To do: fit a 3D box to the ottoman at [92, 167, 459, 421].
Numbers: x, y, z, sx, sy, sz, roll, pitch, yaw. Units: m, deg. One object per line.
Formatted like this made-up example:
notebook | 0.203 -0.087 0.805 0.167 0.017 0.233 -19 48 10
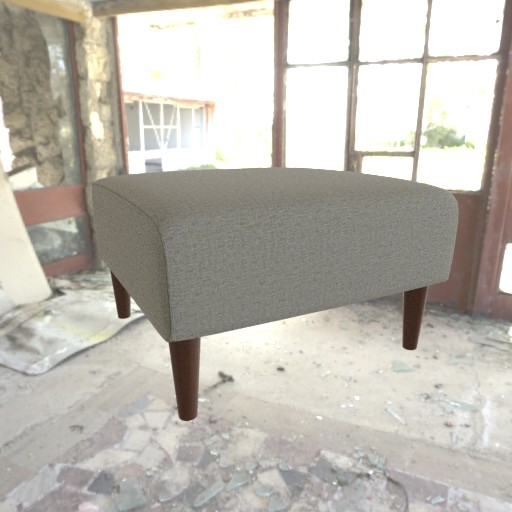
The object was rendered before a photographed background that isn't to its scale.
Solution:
ottoman | 0.000 0.000 1.082 0.655 0.399 0.648 -8 18 -27
